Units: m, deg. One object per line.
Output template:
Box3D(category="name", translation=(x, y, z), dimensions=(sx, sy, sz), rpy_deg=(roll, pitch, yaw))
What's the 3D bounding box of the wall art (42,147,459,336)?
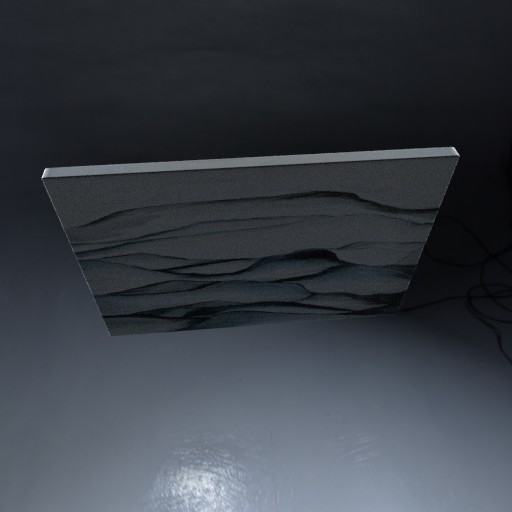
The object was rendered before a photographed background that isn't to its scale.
Box3D(category="wall art", translation=(0.000, 0.000, 1.199), dimensions=(0.914, 0.609, 0.039), rpy_deg=(-4, 47, -4))
